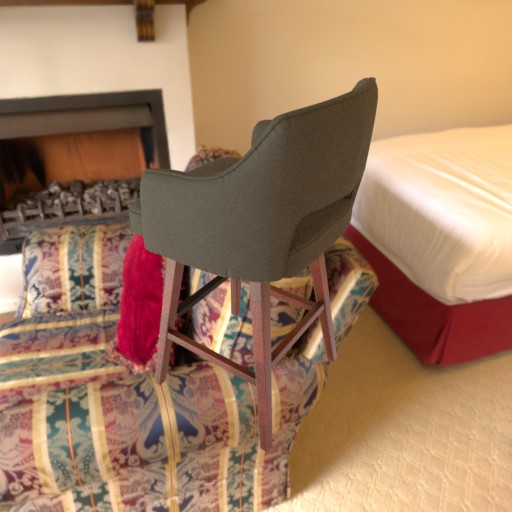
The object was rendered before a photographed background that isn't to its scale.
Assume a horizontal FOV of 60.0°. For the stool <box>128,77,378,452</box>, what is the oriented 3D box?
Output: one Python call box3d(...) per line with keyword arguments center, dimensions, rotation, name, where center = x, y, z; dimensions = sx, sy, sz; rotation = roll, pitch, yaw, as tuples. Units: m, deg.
box3d(center=(0.000, 0.000, 1.322), dimensions=(0.558, 1.012, 0.548), rotation=(21, 38, 28), name="stool")
